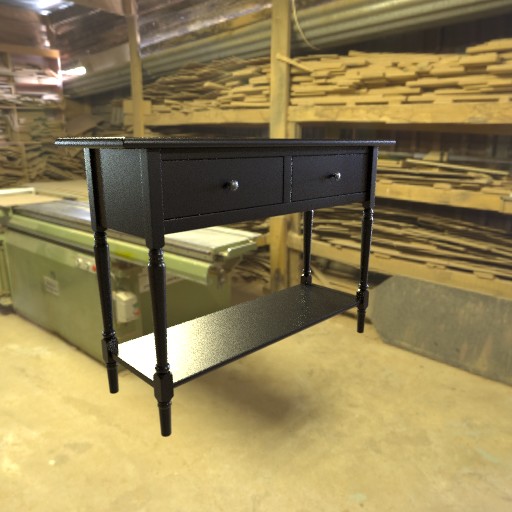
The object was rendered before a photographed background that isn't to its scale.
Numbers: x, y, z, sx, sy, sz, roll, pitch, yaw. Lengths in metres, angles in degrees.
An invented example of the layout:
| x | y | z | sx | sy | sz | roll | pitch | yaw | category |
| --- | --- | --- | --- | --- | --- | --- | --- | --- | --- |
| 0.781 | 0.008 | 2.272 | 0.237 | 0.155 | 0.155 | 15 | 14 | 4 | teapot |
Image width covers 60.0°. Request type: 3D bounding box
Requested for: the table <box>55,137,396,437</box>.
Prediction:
| x | y | z | sx | sy | sz | roll | pitch | yaw | category |
| --- | --- | --- | --- | --- | --- | --- | --- | --- | --- |
| 0.000 | 0.000 | 1.603 | 1.191 | 0.819 | 0.386 | -14 | 20 | -43 | table |
